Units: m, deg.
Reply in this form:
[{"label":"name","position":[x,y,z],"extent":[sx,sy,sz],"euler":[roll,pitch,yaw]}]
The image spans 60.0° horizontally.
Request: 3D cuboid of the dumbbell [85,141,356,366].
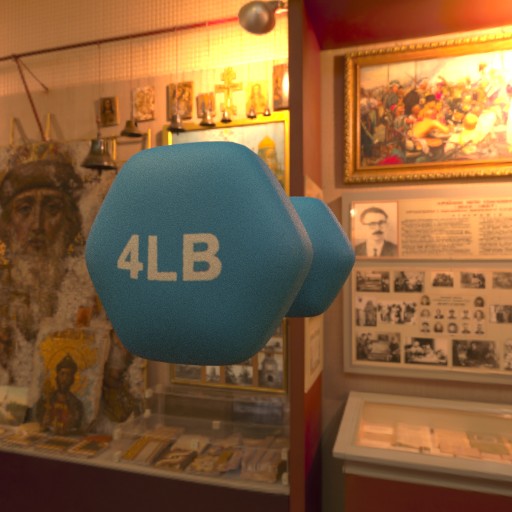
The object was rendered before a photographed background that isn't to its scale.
[{"label":"dumbbell","position":[0.000,0.000,0.194],"extent":[0.074,0.066,0.152],"euler":[0,-1,19]}]
